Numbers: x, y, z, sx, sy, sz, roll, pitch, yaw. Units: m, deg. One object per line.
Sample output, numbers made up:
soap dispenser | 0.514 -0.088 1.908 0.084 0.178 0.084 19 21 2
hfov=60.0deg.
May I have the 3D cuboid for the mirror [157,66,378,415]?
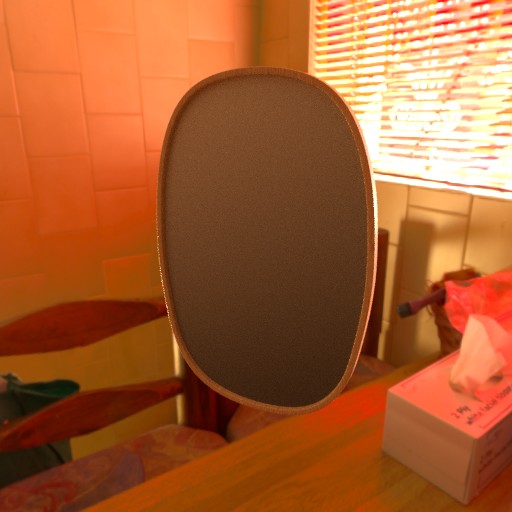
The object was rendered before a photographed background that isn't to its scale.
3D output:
mirror | 0.000 0.000 1.365 0.724 1.075 0.037 8 19 25
